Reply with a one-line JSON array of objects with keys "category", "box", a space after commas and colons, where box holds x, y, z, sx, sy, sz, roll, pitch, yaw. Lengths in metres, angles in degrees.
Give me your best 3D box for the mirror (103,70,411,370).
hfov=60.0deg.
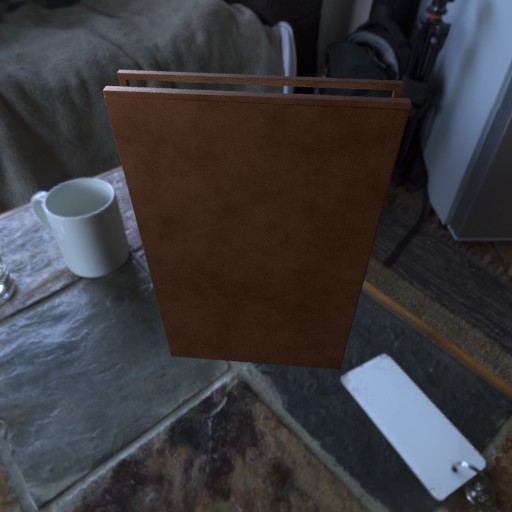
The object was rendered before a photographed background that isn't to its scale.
[{"category": "mirror", "box": [0.000, 0.000, 0.970, 0.468, 0.768, 0.082, 4, 46, 4]}]
